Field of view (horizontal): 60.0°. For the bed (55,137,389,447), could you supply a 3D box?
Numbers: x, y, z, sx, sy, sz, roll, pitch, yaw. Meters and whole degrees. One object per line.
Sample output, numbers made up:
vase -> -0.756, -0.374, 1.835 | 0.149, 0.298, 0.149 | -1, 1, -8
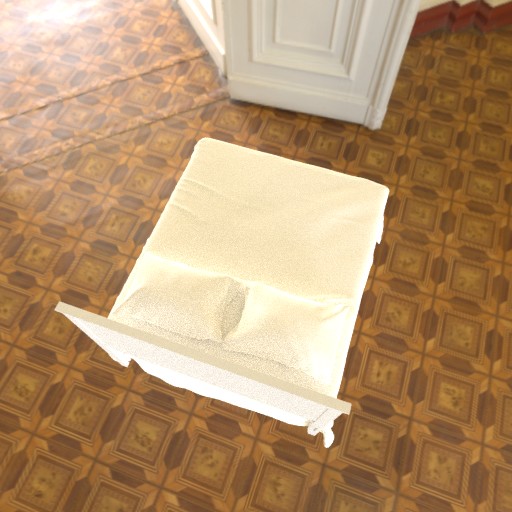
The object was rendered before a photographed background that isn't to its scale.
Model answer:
bed -> 0.000, 0.000, 3.280 | 1.876, 1.269, 2.047 | 17, 64, 9
